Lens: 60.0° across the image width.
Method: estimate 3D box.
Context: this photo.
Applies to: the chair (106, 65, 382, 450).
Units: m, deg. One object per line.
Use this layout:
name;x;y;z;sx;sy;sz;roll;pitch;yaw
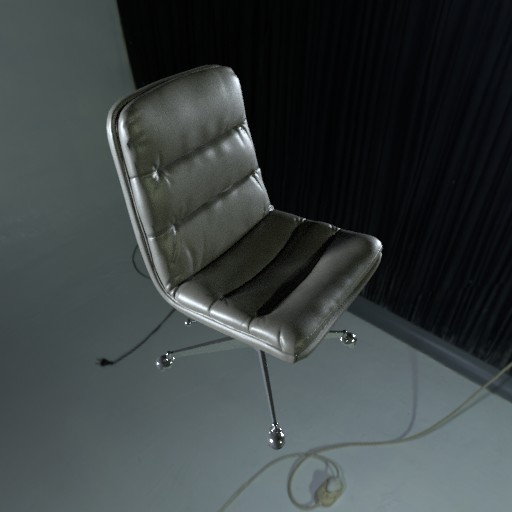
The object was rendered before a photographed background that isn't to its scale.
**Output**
chair;0.000;0.000;1.042;0.485;0.738;0.422;25;46;27
